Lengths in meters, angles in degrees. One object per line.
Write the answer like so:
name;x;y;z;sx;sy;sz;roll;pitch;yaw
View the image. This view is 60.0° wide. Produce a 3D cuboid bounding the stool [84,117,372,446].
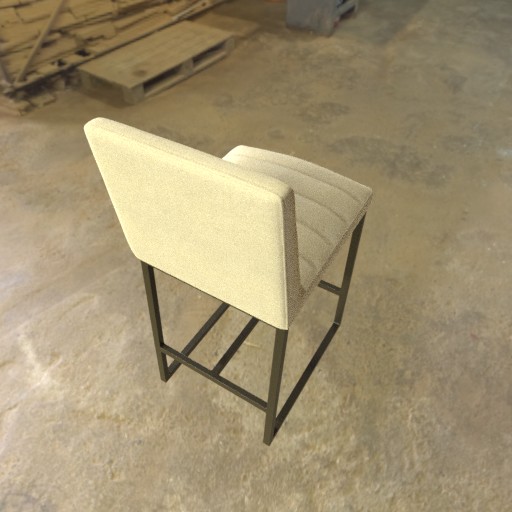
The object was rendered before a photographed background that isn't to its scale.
stool;0.000;0.000;1.262;0.459;0.971;0.567;24;50;22
